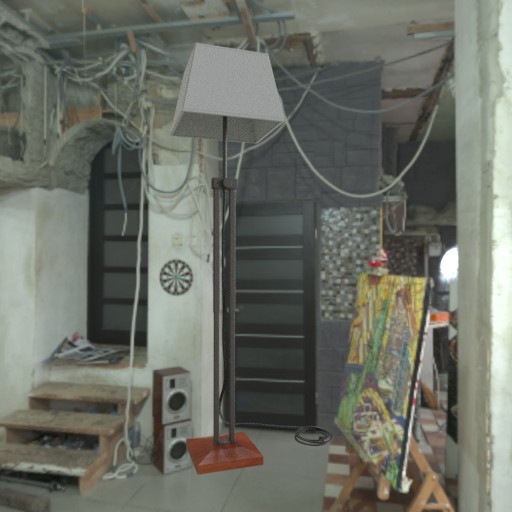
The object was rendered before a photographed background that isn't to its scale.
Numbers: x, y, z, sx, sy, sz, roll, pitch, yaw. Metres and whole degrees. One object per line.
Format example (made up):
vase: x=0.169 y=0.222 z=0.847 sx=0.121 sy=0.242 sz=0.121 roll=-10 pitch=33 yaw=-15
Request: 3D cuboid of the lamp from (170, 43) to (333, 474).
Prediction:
lamp: x=0.000 y=0.000 z=2.013 sx=0.745 sy=1.712 sz=0.472 roll=0 pitch=-1 yaw=-18
